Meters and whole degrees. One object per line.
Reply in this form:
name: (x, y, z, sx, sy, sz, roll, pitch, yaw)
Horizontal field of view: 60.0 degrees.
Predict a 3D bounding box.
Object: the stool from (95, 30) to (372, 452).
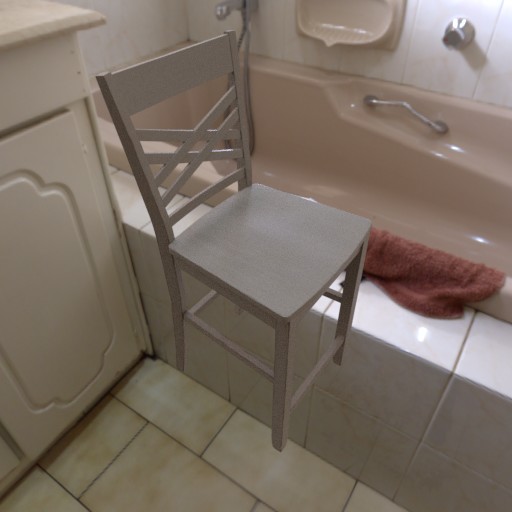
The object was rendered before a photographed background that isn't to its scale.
stool: (0.000, 0.000, 1.318, 0.539, 1.079, 0.462, 25, 46, 27)
